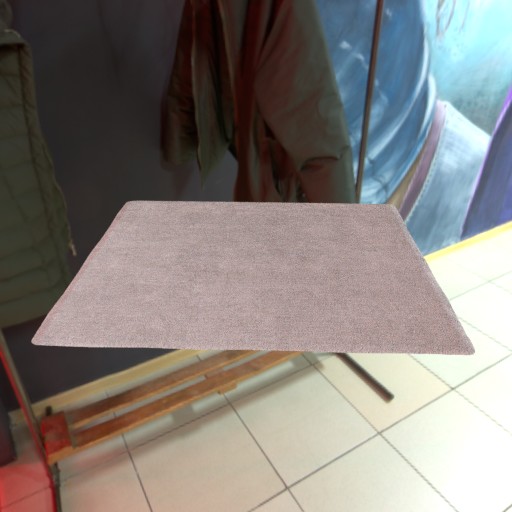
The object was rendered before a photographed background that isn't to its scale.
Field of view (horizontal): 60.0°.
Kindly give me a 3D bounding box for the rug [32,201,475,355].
[{"bbox_3d":[0.000,0.000,3.851,2.933,0.027,2.332,1,31,2],"label":"rug"}]
